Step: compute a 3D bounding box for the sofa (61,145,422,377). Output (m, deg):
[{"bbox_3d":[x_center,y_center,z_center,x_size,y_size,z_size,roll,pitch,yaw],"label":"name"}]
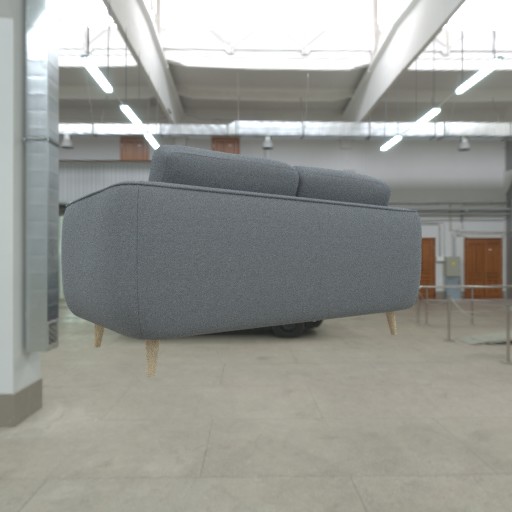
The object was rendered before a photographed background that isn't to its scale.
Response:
[{"bbox_3d":[0.000,0.000,2.228,1.700,0.850,0.920,0,0,-36],"label":"sofa"}]
